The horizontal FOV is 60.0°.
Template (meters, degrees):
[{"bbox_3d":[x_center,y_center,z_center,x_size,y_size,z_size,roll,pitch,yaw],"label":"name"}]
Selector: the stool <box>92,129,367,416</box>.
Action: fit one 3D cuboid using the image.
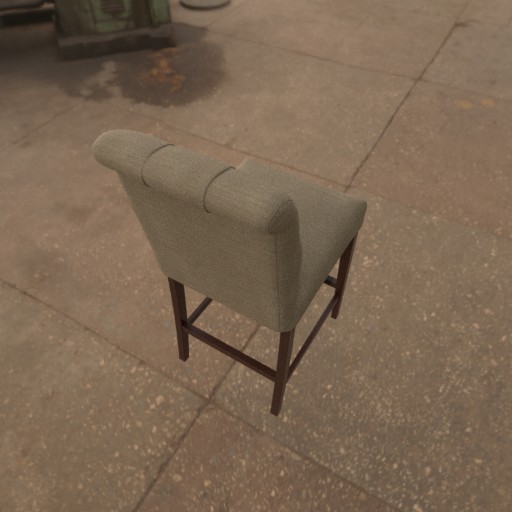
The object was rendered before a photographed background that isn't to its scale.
[{"bbox_3d":[0.000,0.000,1.447,0.486,1.084,0.660,25,52,21],"label":"stool"}]
